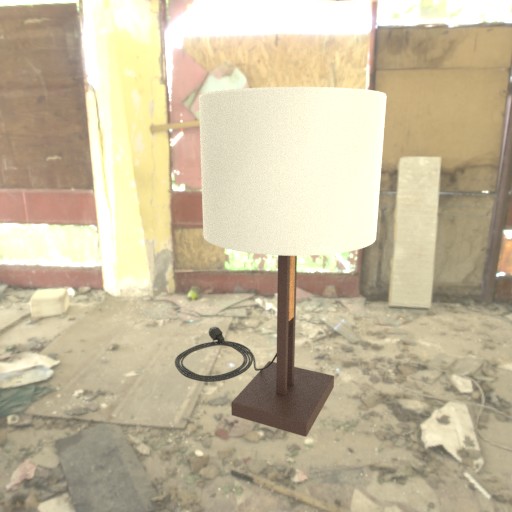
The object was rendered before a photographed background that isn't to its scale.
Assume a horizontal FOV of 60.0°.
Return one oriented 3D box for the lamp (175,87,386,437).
[{"bbox_3d":[0.000,0.000,0.998,0.525,0.668,0.396,7,17,24],"label":"lamp"}]
